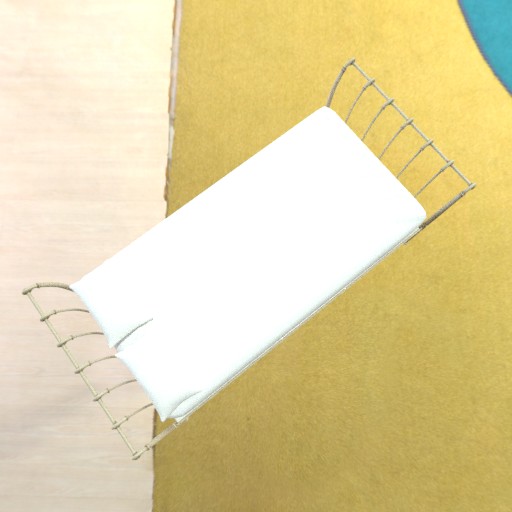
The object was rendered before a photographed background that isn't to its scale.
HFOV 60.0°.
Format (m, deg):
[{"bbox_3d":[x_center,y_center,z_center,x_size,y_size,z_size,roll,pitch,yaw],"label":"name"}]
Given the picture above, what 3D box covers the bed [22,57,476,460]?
[{"bbox_3d":[0.000,0.000,2.711,2.228,0.873,1.032,-37,79,-8],"label":"bed"}]
